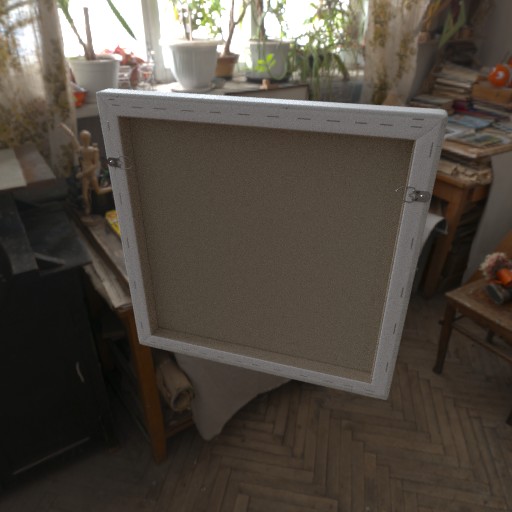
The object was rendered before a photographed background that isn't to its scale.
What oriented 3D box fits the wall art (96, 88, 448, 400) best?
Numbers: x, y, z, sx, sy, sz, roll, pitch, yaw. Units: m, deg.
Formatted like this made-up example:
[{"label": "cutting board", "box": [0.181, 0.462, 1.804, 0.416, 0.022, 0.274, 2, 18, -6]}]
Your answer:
[{"label": "wall art", "box": [0.000, 0.000, 0.903, 0.610, 0.611, 0.040, 9, 32, 15]}]
